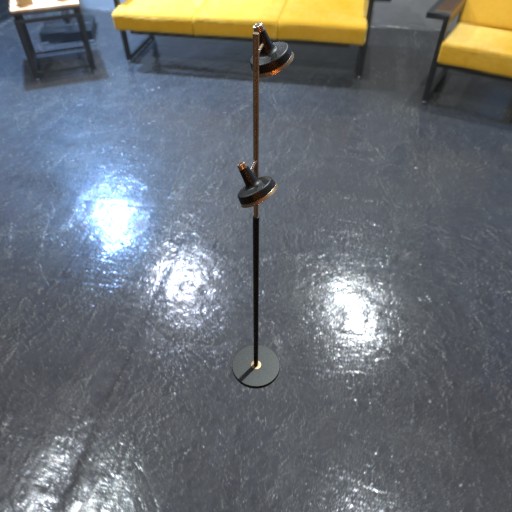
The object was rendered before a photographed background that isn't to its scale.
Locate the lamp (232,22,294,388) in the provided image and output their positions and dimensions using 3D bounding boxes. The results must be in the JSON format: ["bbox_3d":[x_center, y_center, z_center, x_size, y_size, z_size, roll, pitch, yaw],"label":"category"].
[{"bbox_3d":[0.000,0.000,1.767,0.253,1.674,0.351,10,46,10],"label":"lamp"}]
